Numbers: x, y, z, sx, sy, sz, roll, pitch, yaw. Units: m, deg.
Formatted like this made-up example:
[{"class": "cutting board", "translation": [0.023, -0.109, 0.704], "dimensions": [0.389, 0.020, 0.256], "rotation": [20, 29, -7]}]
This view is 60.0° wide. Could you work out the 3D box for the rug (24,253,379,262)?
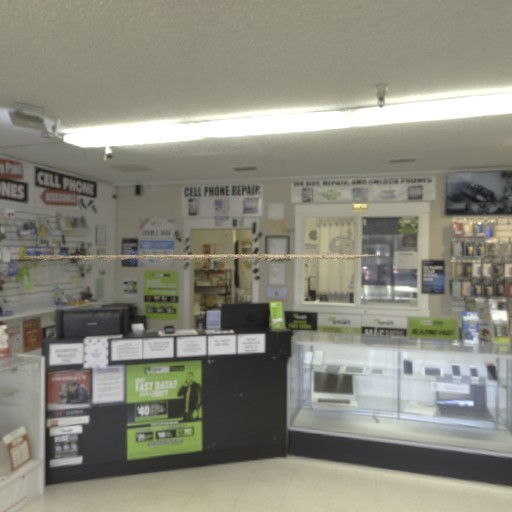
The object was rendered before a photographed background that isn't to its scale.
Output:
[{"class": "rug", "translation": [0.000, 0.000, 3.062], "dimensions": [1.528, 0.034, 2.523], "rotation": [0, 0, 18]}]
